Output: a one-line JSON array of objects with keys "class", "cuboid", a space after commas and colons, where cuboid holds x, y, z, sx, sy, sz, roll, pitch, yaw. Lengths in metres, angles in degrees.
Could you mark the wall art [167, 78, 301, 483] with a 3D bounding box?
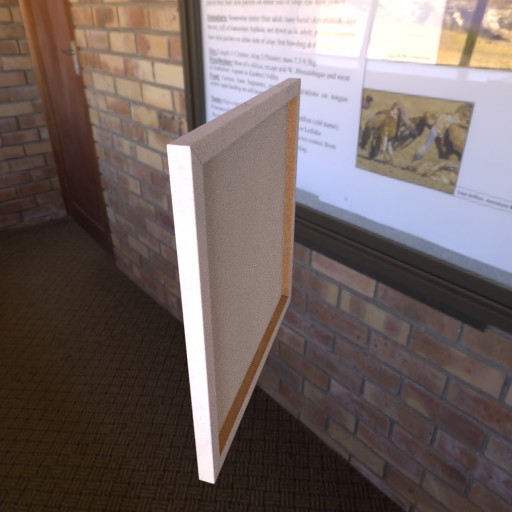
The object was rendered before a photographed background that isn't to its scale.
[{"class": "wall art", "cuboid": [0.000, 0.000, 1.134, 0.038, 0.762, 0.762, 8, 30, 15]}]
